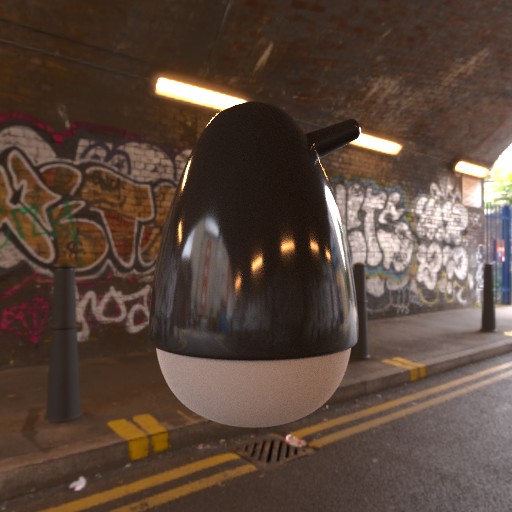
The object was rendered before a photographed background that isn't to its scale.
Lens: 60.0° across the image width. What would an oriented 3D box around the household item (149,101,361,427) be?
[{"bbox_3d":[0.000,0.000,0.221,0.104,0.152,0.102,0,0,1],"label":"household item"}]
